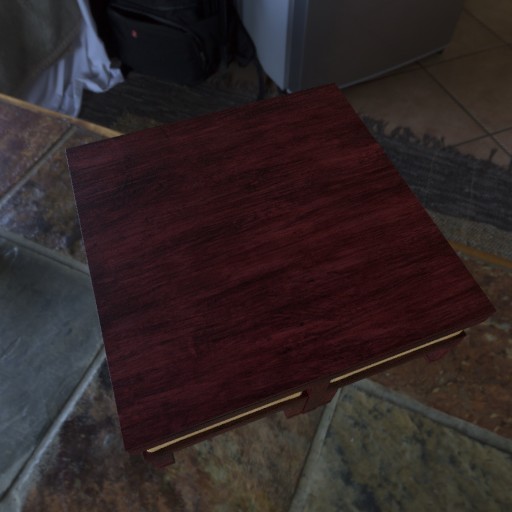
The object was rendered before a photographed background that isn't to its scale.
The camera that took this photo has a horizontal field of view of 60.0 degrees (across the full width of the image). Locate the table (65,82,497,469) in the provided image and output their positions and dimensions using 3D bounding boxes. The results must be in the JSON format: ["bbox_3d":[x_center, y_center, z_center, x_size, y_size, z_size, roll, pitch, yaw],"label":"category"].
[{"bbox_3d":[0.000,0.000,1.307,0.865,0.356,0.865,-17,60,-10],"label":"table"}]
